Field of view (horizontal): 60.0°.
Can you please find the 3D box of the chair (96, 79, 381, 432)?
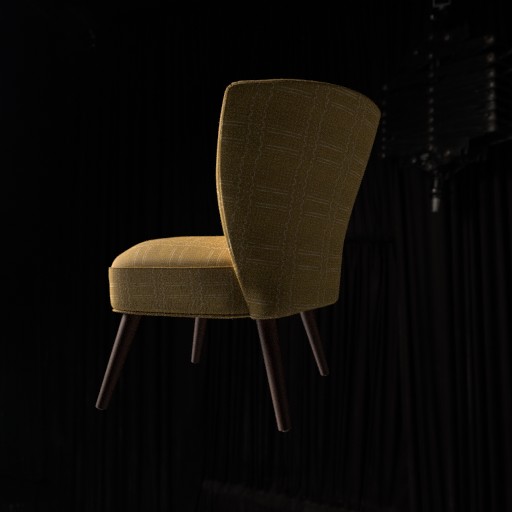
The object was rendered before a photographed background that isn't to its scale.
[{"bbox_3d":[0.000,0.000,1.398,0.758,0.866,0.706,0,0,19],"label":"chair"}]
